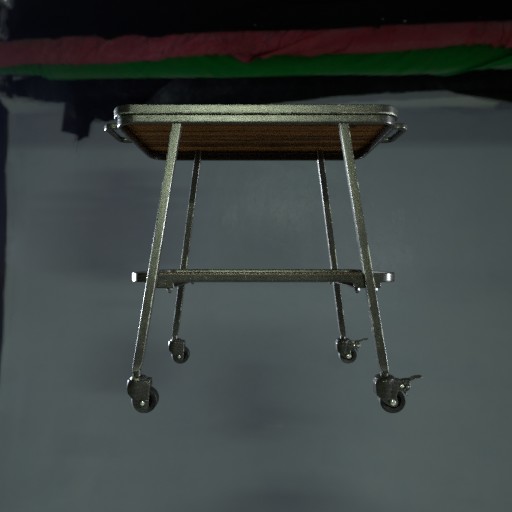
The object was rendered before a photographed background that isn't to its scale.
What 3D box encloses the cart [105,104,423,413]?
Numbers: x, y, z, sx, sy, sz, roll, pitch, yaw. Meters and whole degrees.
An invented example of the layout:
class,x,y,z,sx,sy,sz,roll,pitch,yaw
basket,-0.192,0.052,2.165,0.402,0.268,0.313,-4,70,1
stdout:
class,x,y,z,sx,sy,sz,roll,pitch,yaw
cart,0.000,0.000,1.228,0.806,0.700,0.515,0,-1,0
